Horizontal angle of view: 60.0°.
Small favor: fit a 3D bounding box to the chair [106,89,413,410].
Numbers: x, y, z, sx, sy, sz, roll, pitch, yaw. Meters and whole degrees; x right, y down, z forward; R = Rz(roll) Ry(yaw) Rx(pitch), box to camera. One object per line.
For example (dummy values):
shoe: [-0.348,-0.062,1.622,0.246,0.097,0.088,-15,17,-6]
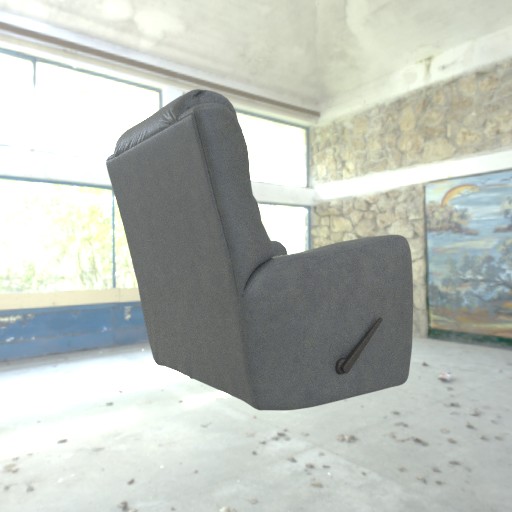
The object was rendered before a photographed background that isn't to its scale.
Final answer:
chair: [0.000,0.000,1.952,1.068,1.116,0.967,1,-1,-36]
